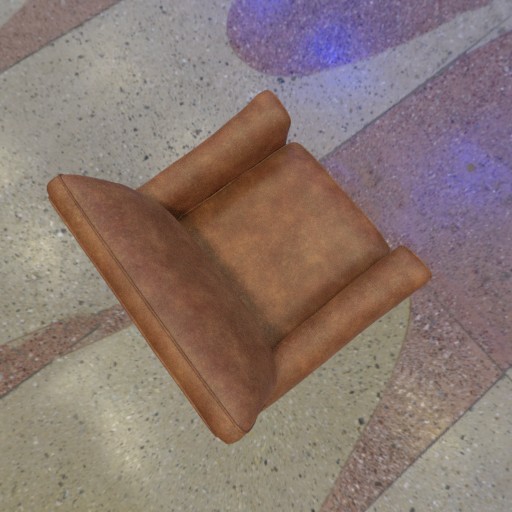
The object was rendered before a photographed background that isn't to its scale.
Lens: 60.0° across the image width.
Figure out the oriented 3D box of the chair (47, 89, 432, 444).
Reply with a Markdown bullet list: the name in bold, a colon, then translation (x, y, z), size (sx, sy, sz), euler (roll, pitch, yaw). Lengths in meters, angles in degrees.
- **chair**: translation (0.000, 0.000, 1.587), size (0.823, 0.943, 0.870), euler (-37, 79, -9)
